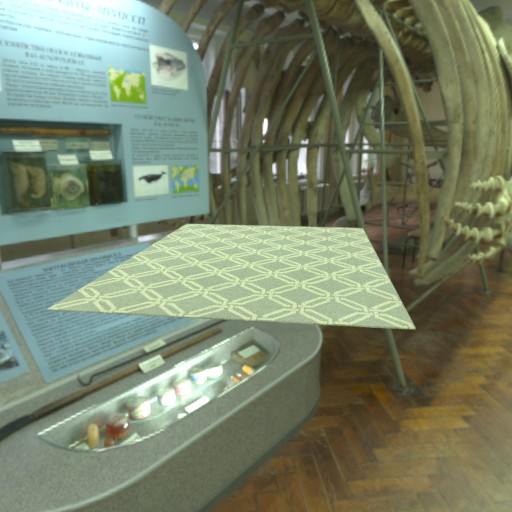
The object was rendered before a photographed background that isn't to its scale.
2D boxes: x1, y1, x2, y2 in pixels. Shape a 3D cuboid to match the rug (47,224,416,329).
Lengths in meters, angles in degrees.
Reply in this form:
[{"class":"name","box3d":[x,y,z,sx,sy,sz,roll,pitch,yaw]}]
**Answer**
[{"class":"rug","box3d":[0.000,0.000,4.493,2.438,0.013,3.353,2,14,7]}]
